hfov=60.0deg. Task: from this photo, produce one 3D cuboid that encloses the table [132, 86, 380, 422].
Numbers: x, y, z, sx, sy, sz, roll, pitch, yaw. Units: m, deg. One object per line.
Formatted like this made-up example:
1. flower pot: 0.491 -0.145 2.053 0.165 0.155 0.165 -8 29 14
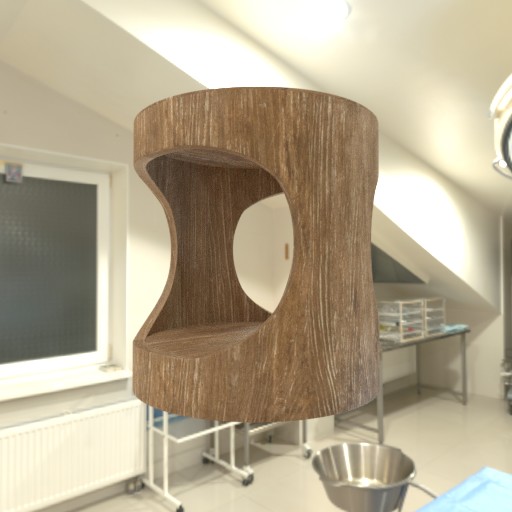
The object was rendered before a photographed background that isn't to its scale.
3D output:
1. table: 0.000 0.000 0.986 0.527 0.551 0.527 0 -1 0
